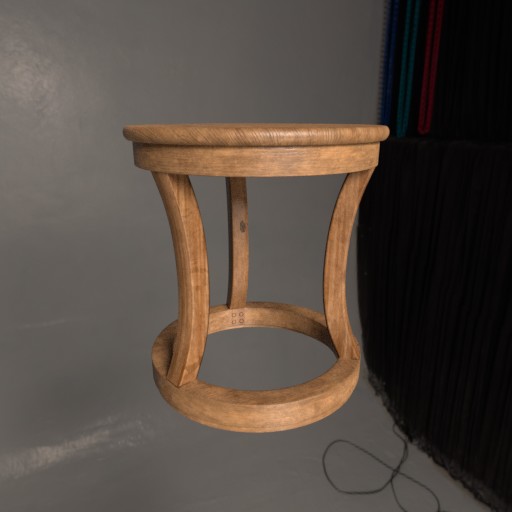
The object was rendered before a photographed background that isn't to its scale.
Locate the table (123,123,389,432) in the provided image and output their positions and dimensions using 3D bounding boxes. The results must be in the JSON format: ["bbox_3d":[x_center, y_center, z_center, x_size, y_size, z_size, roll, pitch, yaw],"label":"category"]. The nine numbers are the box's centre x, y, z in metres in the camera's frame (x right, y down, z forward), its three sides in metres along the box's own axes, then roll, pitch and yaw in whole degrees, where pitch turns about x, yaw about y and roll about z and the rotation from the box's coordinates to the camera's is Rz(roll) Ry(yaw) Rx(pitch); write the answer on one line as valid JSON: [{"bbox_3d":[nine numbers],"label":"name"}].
[{"bbox_3d":[0.000,0.000,0.813,0.432,0.460,0.432,0,17,0],"label":"table"}]
